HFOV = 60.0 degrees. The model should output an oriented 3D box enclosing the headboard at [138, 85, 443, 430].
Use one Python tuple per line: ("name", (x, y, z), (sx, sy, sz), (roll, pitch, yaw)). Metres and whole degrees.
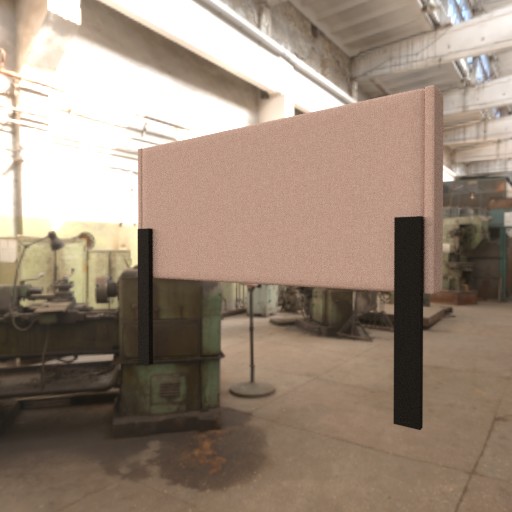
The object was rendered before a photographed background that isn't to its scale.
("headboard", (0.000, 0.000, 2.615), (2.051, 1.524, 0.184), (1, 1, 37))
